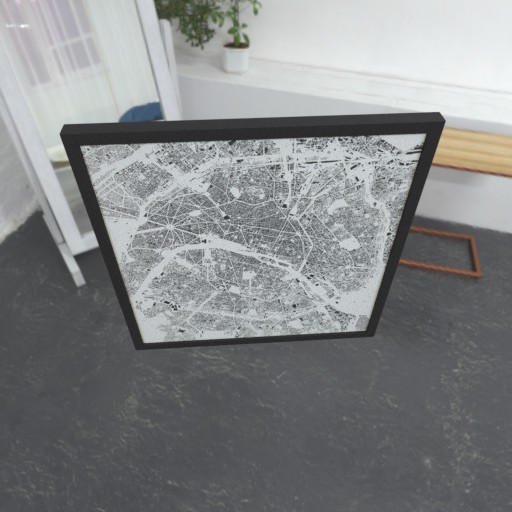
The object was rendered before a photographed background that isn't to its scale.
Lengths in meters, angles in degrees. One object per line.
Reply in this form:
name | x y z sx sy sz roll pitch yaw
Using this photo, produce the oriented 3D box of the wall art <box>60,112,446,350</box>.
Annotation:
wall art | 0.000 0.000 1.157 0.763 0.763 0.037 -3 46 -3
